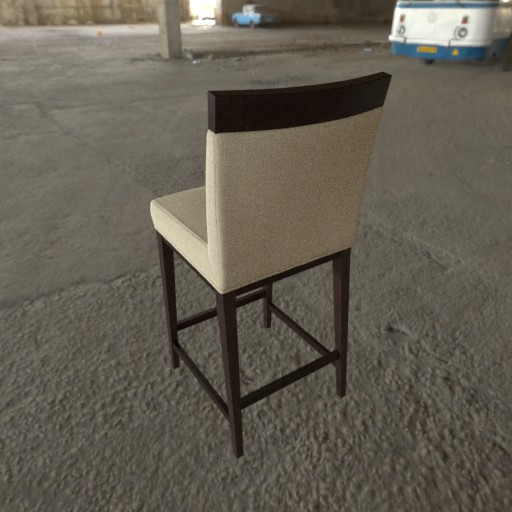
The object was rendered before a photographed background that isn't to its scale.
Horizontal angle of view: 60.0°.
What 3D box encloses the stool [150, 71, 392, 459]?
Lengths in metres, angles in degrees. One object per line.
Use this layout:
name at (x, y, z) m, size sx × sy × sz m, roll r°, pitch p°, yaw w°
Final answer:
stool at (0.000, 0.000, 1.431) m, size 0.511 × 1.117 × 0.531 m, roll -18°, pitch 35°, yaw -29°
